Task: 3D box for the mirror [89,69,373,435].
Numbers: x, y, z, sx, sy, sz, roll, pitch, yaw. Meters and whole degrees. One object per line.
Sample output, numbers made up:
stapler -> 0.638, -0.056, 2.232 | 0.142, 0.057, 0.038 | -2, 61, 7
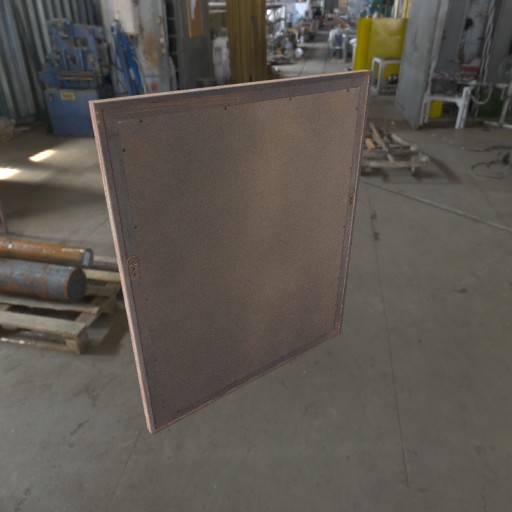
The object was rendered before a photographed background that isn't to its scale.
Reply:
mirror -> 0.000, 0.000, 1.201 | 0.730, 0.882, 0.032 | -20, 35, -31
